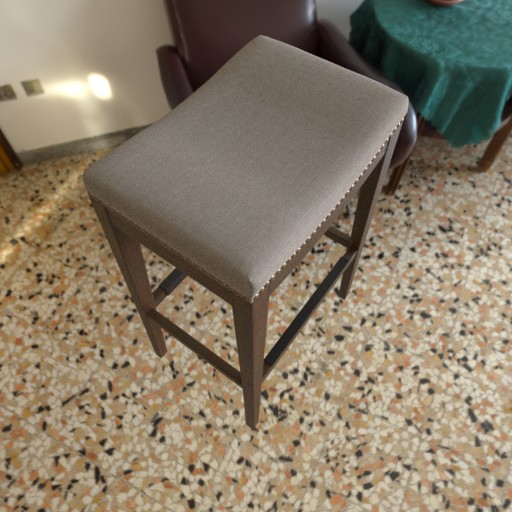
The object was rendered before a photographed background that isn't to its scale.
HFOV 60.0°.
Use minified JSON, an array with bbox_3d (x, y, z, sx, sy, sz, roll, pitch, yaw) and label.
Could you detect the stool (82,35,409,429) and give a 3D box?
[{"bbox_3d":[0.000,0.000,1.032,0.356,0.762,0.508,32,63,19],"label":"stool"}]
